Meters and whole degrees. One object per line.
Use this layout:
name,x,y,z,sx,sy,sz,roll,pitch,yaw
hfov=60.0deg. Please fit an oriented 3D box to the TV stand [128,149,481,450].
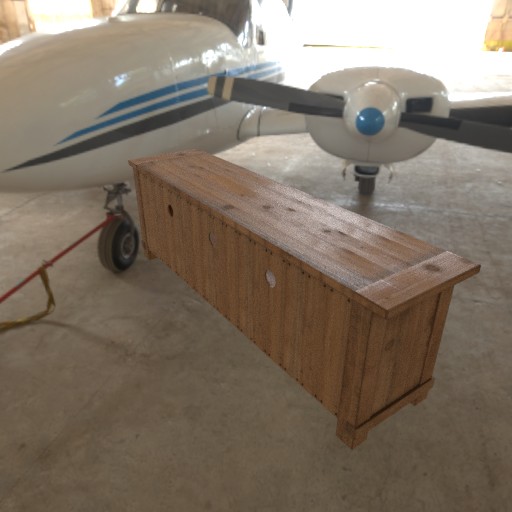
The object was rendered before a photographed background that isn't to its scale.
TV stand,0.000,0.000,2.035,0.453,0.573,1.804,-18,32,-31
